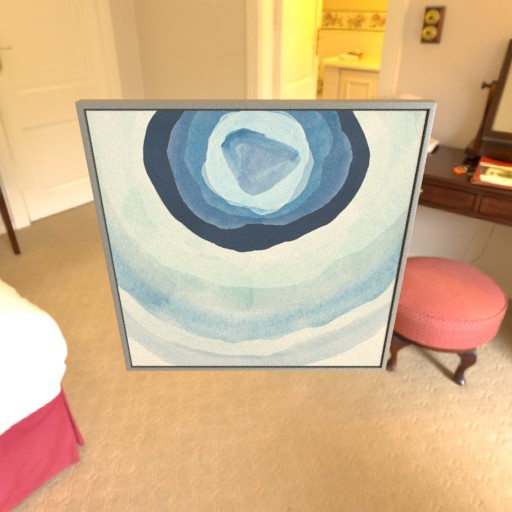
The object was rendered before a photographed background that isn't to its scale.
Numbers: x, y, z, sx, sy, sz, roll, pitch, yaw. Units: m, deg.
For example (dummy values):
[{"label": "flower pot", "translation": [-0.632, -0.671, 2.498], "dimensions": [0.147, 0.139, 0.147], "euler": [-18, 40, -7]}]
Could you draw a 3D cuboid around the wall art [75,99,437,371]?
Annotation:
[{"label": "wall art", "translation": [0.000, 0.000, 1.203], "dimensions": [0.809, 0.807, 0.038], "euler": [0, 29, 0]}]
